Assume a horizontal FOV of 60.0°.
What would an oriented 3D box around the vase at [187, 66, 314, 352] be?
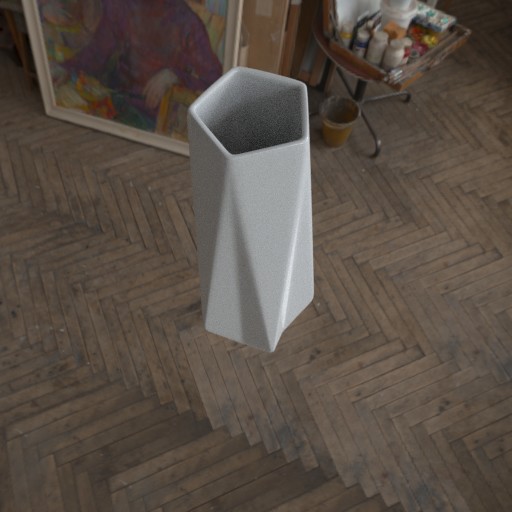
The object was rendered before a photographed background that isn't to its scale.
[{"bbox_3d":[0.000,0.000,0.382,0.122,0.329,0.116,-15,64,-7],"label":"vase"}]
